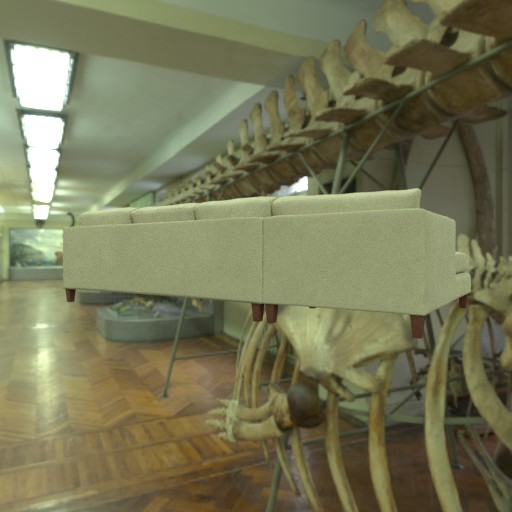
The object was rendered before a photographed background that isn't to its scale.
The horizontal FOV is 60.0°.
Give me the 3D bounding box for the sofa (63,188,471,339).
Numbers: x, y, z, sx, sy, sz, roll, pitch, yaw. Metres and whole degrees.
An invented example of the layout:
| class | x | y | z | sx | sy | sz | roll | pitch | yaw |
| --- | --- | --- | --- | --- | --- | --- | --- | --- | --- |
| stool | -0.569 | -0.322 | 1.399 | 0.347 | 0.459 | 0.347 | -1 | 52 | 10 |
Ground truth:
| class | x | y | z | sx | sy | sz | roll | pitch | yaw |
| --- | --- | --- | --- | --- | --- | --- | --- | --- | --- |
| sofa | 0.000 | 0.000 | 3.850 | 3.186 | 0.846 | 1.625 | 0 | 1 | 33 |
